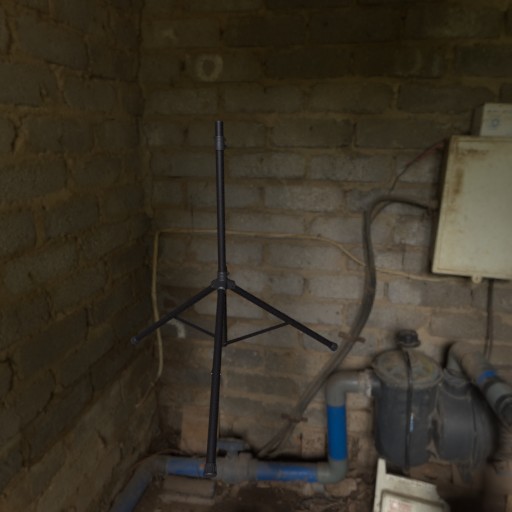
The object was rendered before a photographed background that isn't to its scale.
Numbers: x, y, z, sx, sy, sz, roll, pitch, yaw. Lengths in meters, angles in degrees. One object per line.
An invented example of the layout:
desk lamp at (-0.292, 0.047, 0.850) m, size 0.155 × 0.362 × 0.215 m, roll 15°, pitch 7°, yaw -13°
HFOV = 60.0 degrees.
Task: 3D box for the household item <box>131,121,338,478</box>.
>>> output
household item at (0.000, 0.000, 2.747) m, size 1.339 × 1.595 × 1.596 m, roll -7°, pitch 17°, yaw -25°
